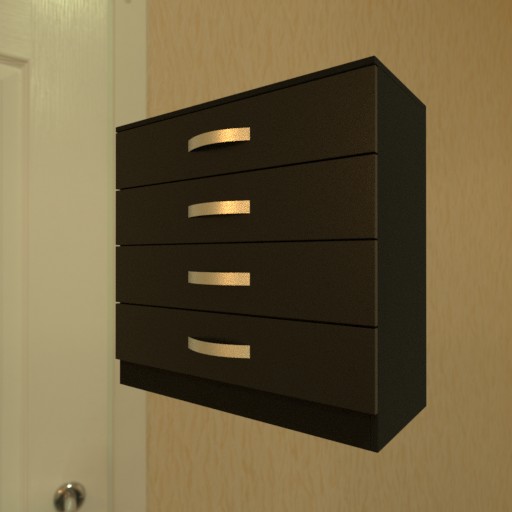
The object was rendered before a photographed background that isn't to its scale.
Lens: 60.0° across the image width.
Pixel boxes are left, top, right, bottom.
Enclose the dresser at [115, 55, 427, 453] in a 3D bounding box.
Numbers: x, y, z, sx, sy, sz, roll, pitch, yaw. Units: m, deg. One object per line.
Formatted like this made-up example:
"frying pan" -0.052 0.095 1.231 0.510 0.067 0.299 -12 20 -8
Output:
"dresser" 0.000 0.000 1.139 0.750 0.720 0.360 0 0 36
